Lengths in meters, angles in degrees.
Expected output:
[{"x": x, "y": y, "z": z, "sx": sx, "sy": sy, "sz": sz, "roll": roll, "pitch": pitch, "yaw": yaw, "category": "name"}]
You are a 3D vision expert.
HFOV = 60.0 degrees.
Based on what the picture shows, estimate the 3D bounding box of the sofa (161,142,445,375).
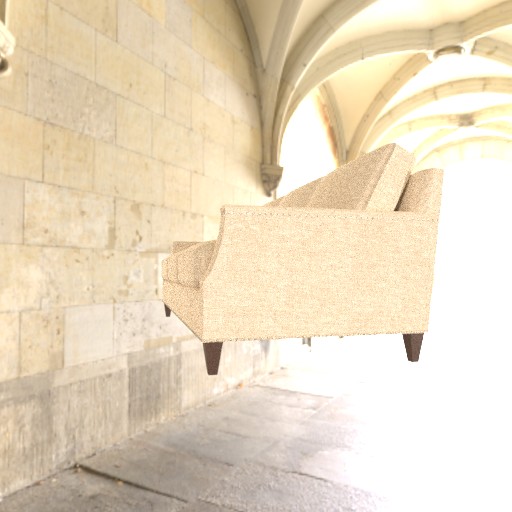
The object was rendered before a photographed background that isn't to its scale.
[{"x": 0.000, "y": 0.000, "z": 2.775, "sx": 1.041, "sy": 0.940, "sz": 2.210, "roll": 1, "pitch": -2, "yaw": -16, "category": "sofa"}]
